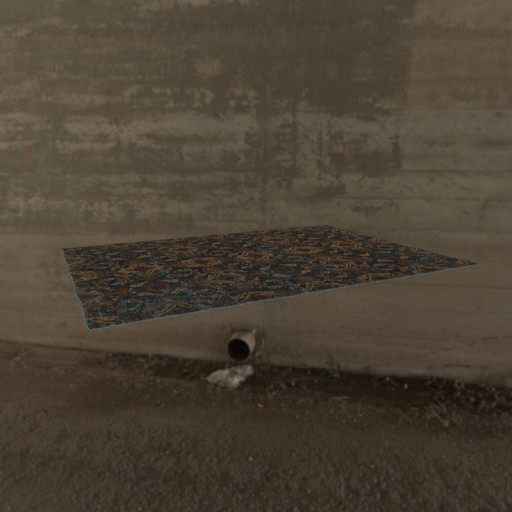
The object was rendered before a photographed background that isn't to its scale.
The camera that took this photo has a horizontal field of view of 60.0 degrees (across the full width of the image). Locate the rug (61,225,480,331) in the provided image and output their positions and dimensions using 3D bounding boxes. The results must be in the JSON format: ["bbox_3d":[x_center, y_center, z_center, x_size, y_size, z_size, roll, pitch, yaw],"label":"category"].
[{"bbox_3d":[0.000,0.000,4.235,3.291,0.013,2.337,-7,15,-26],"label":"rug"}]
